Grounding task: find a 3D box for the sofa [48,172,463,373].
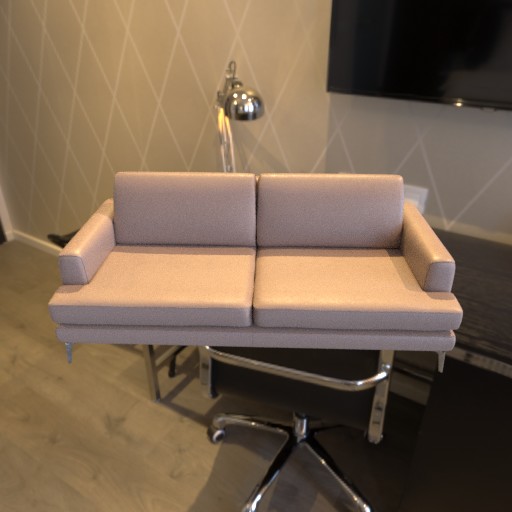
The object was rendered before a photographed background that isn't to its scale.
[{"bbox_3d":[0.000,0.000,2.446,1.940,0.765,0.974,1,29,2],"label":"sofa"}]
